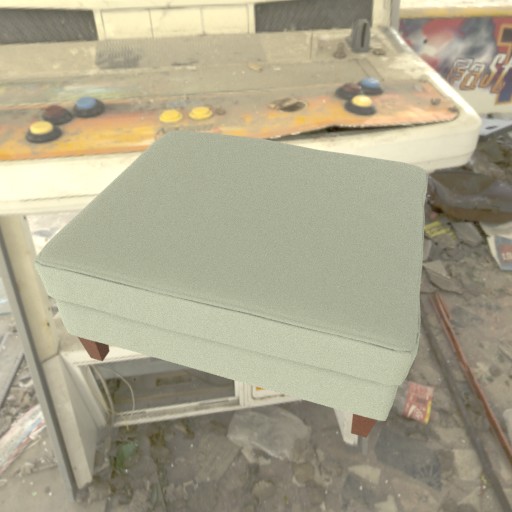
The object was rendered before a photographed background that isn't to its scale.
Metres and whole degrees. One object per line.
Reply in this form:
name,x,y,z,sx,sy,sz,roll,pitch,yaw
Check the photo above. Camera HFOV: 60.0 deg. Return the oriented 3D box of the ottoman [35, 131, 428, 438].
ottoman,0.000,0.000,1.463,0.991,0.494,0.842,12,42,13
